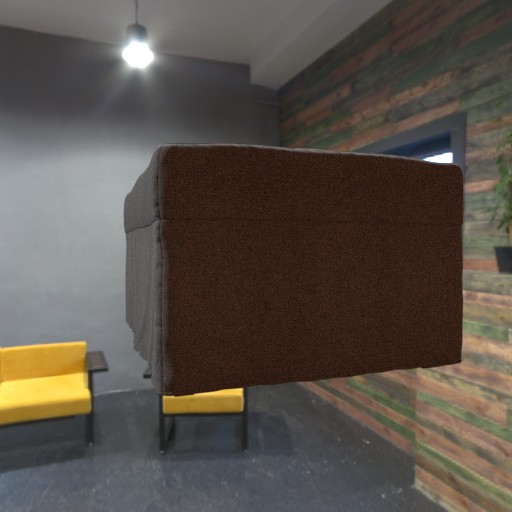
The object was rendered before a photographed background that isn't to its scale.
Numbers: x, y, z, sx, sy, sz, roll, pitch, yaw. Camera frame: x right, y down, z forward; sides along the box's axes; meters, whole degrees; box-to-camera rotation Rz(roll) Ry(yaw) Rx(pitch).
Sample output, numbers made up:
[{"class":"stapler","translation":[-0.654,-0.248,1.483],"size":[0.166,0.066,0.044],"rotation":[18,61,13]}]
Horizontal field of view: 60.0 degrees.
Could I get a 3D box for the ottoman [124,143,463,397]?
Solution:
[{"class":"ottoman","translation":[0.000,0.000,1.205],"size":[0.652,0.492,0.833],"rotation":[0,1,-20]}]
